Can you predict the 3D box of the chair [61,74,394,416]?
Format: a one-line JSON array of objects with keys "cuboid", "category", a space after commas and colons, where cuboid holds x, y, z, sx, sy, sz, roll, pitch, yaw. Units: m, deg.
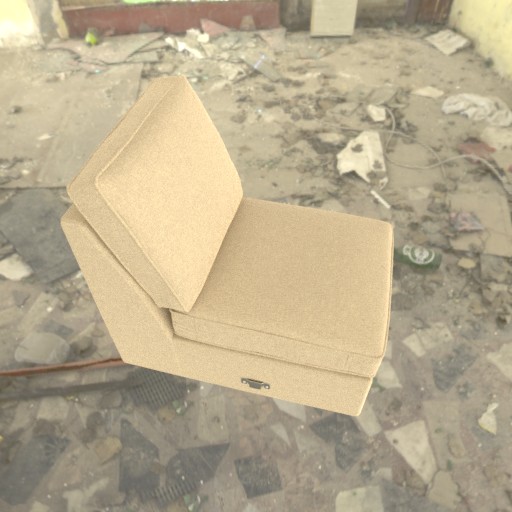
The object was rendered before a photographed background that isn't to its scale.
[{"cuboid": [0.000, 0.000, 1.539, 0.938, 0.970, 0.621, 10, 48, 10], "category": "chair"}]
